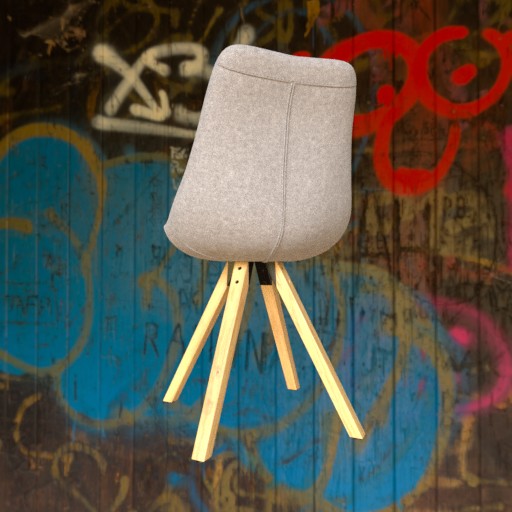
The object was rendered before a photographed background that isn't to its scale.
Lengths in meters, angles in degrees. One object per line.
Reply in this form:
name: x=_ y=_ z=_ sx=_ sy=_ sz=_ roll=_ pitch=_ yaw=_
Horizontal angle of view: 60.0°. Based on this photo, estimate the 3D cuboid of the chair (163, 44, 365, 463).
chair: x=0.000 y=0.000 z=1.188 sx=0.483 sy=0.865 sz=0.550 roll=0 pitch=-1 yaw=-18
